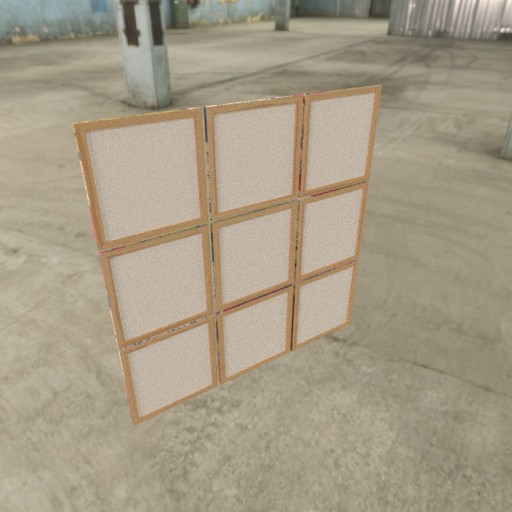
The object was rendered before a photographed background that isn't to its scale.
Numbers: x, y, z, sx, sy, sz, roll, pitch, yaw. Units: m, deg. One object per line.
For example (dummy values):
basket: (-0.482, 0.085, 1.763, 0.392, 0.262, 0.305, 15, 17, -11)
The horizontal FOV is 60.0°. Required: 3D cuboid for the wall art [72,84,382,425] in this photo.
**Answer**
wall art: (0.000, 0.000, 1.357, 0.904, 0.913, 0.013, -18, 34, -28)
